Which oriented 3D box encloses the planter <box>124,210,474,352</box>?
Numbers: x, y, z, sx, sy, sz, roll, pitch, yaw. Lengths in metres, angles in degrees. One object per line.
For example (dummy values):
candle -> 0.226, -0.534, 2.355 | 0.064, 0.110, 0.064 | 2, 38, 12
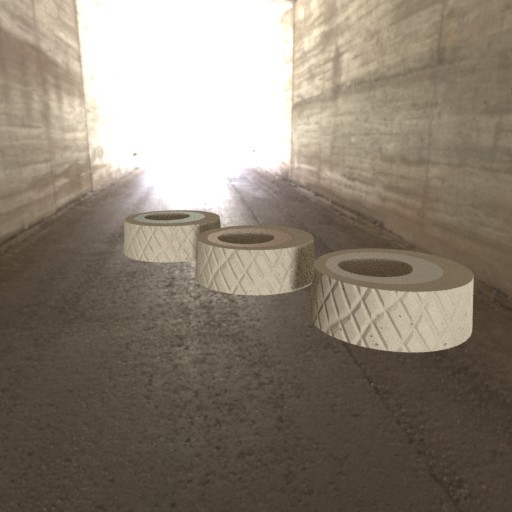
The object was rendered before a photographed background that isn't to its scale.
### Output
planter -> 0.000, 0.000, 0.415 | 0.114, 0.038, 0.390 | -14, 20, -42
